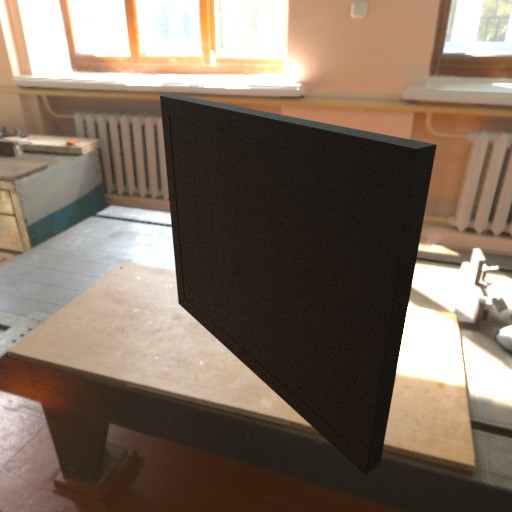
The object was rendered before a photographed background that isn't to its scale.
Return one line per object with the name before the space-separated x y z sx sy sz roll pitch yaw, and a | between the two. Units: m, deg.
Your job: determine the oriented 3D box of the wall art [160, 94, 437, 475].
wall art | 0.000 0.000 0.529 0.024 0.329 0.404 -18 31 -32
